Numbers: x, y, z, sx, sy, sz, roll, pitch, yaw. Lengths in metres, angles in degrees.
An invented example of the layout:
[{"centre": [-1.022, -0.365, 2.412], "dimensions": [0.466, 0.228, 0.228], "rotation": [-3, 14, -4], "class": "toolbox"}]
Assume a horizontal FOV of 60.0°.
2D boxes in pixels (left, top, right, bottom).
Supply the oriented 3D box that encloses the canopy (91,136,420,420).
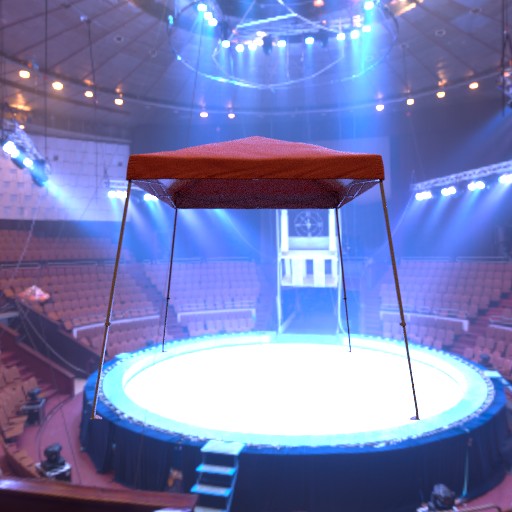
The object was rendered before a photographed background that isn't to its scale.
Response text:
[{"centre": [0.000, 0.000, 6.642], "dimensions": [3.599, 3.600, 3.600], "rotation": [0, 0, 0], "class": "canopy"}]
